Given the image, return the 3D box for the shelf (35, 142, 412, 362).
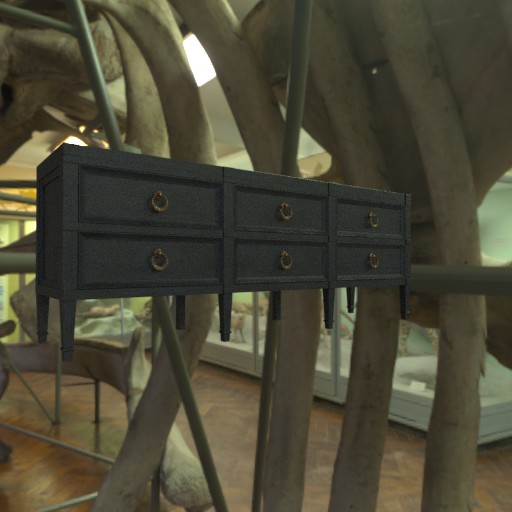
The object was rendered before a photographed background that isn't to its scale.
[{"bbox_3d":[0.000,0.000,2.169,1.878,0.715,0.471,1,-1,-36],"label":"shelf"}]
